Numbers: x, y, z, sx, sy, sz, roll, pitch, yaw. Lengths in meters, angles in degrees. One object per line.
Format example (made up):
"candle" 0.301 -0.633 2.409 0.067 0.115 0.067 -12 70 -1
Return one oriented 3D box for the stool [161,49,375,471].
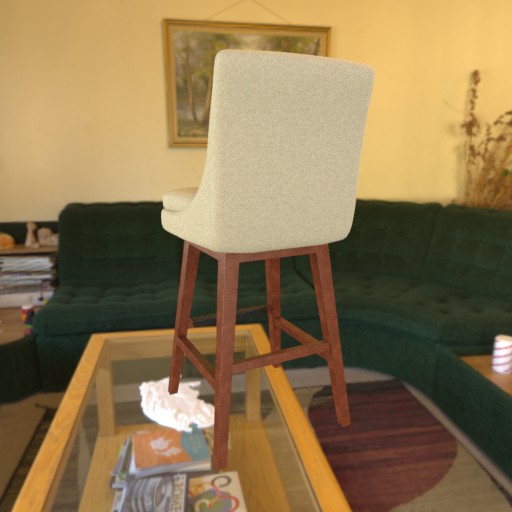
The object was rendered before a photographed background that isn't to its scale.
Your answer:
"stool" 0.000 0.000 1.401 0.470 1.092 0.559 -7 15 -27
